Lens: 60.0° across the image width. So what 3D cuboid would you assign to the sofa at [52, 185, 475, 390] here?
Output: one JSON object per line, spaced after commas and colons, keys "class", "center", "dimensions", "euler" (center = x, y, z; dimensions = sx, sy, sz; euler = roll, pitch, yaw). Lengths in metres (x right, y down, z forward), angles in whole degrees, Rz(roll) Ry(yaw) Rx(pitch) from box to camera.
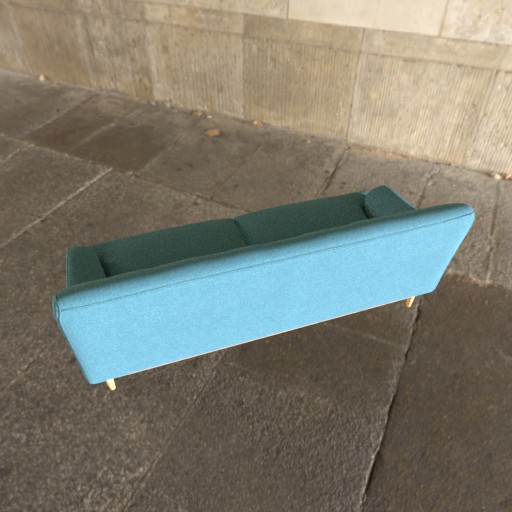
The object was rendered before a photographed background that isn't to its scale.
{"class": "sofa", "center": [0.000, 0.000, 2.552], "dimensions": [2.057, 0.871, 0.978], "euler": [-13, 43, -14]}
